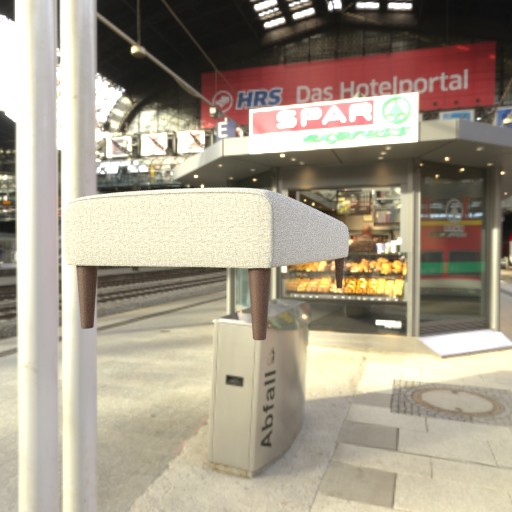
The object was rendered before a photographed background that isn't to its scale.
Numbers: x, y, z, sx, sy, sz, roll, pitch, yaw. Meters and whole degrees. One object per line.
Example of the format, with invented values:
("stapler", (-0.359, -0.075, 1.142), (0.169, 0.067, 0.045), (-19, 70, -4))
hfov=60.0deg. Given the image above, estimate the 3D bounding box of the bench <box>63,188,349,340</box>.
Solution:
("bench", (0.000, 0.000, 1.874), (0.631, 0.383, 1.598), (0, 1, 18))
